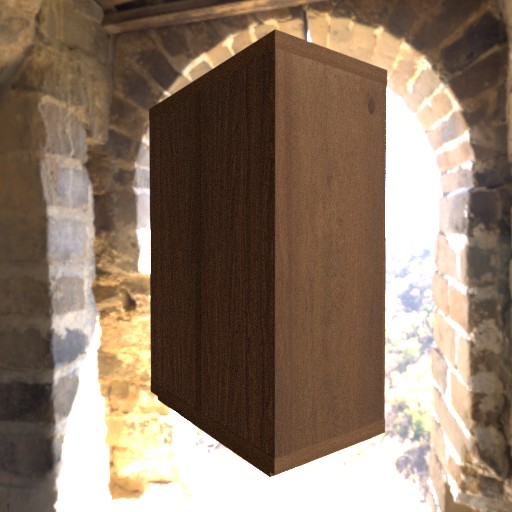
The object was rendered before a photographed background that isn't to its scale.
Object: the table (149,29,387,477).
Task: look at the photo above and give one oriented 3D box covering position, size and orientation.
[{"bbox_3d":[0.000,0.000,1.772,0.524,1.294,0.901,-1,2,-36],"label":"table"}]
